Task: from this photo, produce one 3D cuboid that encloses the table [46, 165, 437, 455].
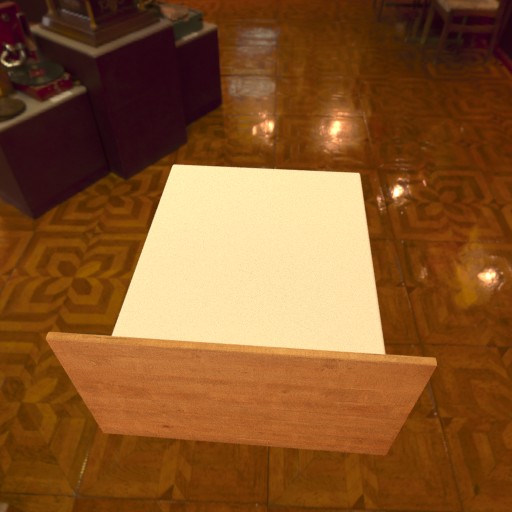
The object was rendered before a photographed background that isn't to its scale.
[{"bbox_3d":[0.000,0.000,3.034,1.707,1.041,2.149,3,46,3],"label":"table"}]
